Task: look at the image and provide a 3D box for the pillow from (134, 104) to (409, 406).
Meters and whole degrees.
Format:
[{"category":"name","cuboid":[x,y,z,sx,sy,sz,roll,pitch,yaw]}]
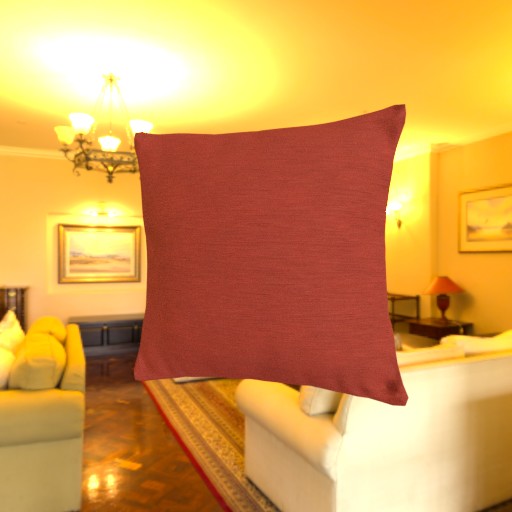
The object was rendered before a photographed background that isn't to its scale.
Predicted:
[{"category":"pillow","cuboid":[0.000,0.000,0.668,0.435,0.416,0.151,0,0,18]}]
